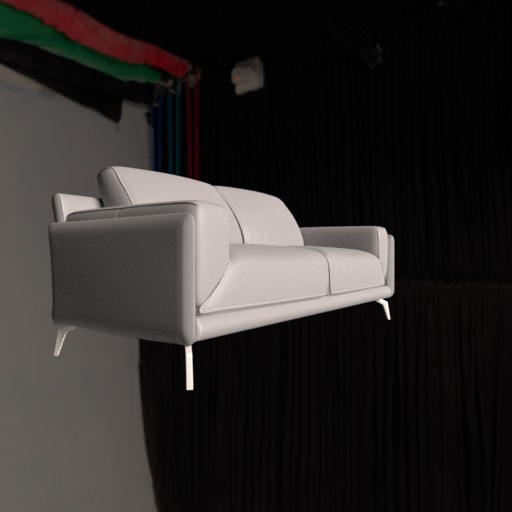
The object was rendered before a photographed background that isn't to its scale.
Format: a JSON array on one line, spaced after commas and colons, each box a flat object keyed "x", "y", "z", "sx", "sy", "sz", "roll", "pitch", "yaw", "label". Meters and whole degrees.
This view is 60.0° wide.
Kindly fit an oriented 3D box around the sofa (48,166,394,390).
[{"x": 0.000, "y": 0.000, "z": 2.592, "sx": 0.969, "sy": 0.900, "sz": 2.100, "roll": 0, "pitch": 0, "yaw": 35, "label": "sofa"}]
